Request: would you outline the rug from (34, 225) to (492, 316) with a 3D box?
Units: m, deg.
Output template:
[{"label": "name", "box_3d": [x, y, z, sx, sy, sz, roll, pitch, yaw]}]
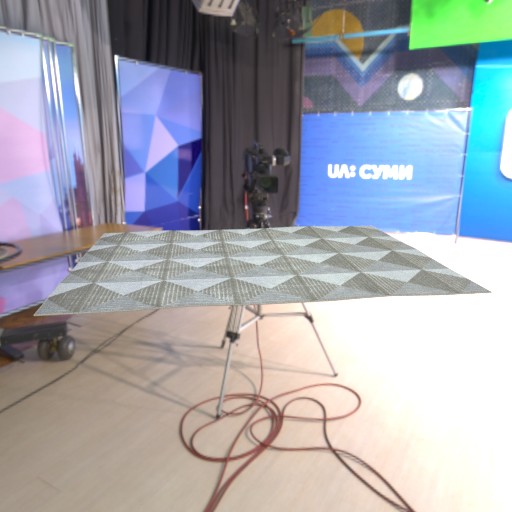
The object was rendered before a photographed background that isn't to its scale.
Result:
[{"label": "rug", "box_3d": [0.000, 0.000, 4.336, 3.333, 0.027, 2.428, -2, 16, -7]}]
